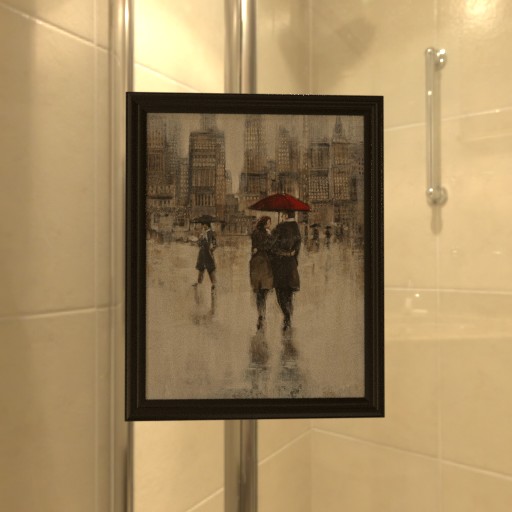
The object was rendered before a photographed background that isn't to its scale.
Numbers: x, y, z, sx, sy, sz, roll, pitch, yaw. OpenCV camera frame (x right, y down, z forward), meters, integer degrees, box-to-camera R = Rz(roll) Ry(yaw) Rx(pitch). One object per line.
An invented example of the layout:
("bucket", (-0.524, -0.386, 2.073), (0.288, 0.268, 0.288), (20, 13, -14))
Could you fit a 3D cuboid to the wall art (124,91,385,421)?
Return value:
("wall art", (0.000, 0.000, 1.644), (0.950, 1.194, 0.053), (0, -1, -2))
